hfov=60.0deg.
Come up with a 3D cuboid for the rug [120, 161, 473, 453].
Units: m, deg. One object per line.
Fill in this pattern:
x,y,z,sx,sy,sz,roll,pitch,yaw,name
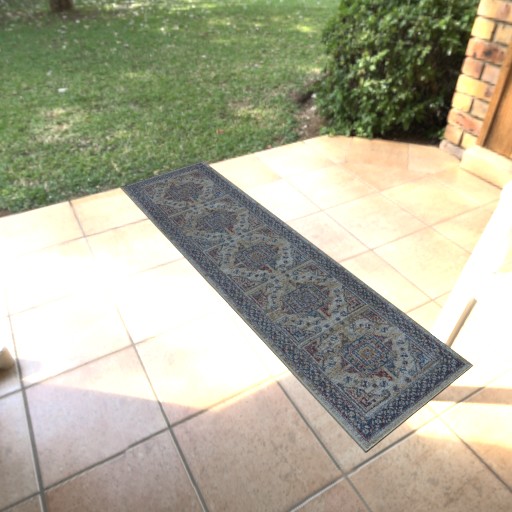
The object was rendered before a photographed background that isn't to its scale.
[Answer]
0.000,0.000,2.480,0.661,0.013,2.297,-24,45,-27,rug
